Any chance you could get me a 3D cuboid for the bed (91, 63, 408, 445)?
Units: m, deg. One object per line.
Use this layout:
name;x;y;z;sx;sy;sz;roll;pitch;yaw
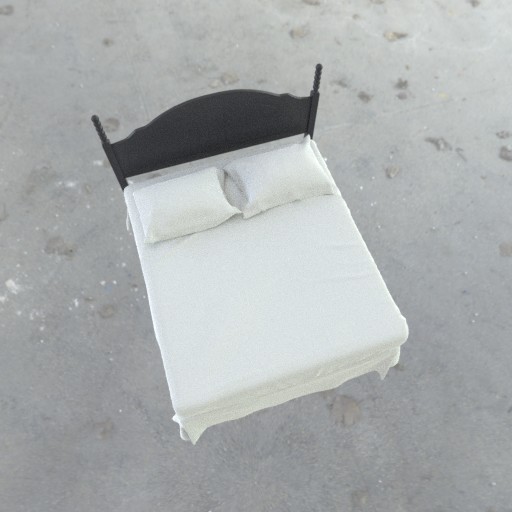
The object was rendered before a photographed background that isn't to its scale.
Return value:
bed;0.000;0.000;3.210;1.873;1.356;2.040;-16;64;-8
